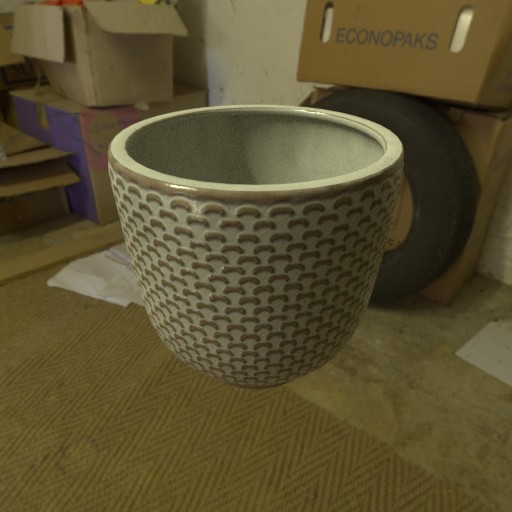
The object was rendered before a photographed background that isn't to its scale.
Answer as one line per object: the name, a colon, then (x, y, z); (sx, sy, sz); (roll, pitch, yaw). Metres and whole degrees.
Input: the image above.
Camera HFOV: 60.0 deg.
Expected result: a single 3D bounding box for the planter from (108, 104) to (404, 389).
planter: (0.000, 0.000, 0.350); (0.197, 0.191, 0.197); (0, 31, 0)
